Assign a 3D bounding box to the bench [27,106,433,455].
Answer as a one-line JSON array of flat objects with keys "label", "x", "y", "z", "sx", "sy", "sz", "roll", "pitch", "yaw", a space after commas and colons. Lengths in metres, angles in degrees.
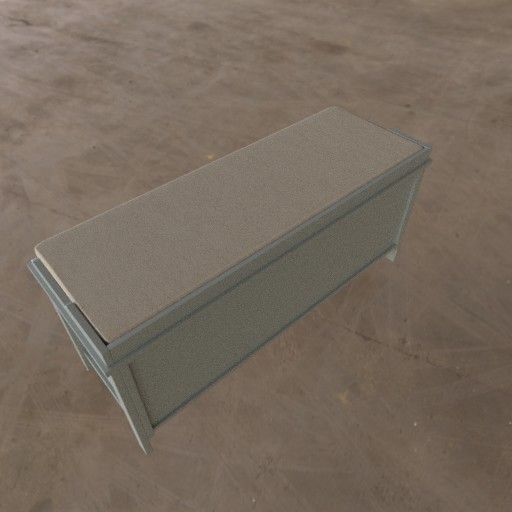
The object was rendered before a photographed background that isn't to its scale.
[{"label": "bench", "x": 0.000, "y": 0.000, "z": 1.384, "sx": 1.140, "sy": 0.501, "sz": 0.398, "roll": -32, "pitch": 53, "yaw": -28}]
